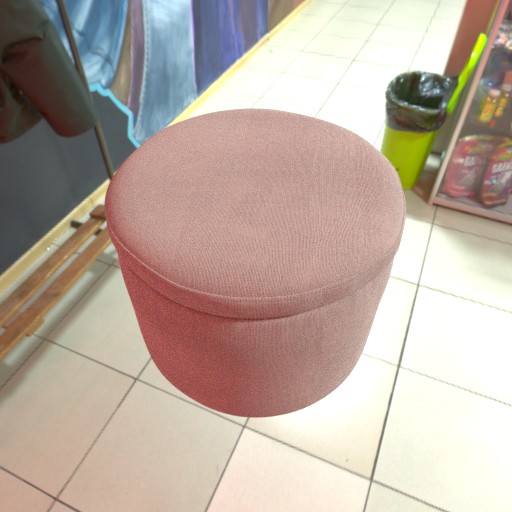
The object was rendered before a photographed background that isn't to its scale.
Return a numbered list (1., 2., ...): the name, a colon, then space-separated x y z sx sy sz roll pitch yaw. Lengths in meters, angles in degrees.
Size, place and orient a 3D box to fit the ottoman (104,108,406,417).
1. ottoman: 0.000 0.000 0.861 0.497 0.409 0.497 0 46 0
